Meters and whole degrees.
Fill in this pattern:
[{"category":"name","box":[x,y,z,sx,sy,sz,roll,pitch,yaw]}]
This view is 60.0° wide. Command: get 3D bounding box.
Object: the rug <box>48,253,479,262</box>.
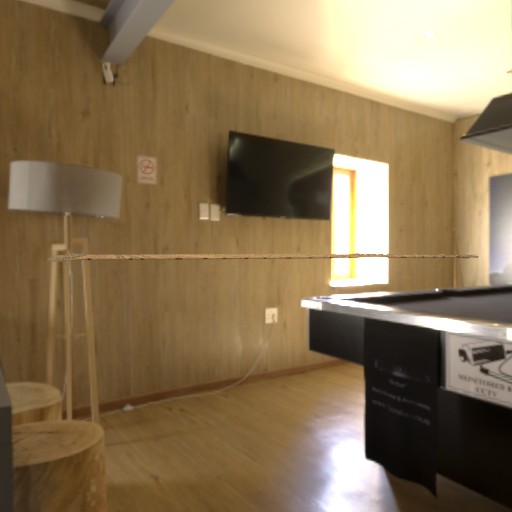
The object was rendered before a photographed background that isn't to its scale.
[{"category":"rug","box":[0.000,0.000,2.521,2.023,0.028,1.224,0,1,-18]}]
